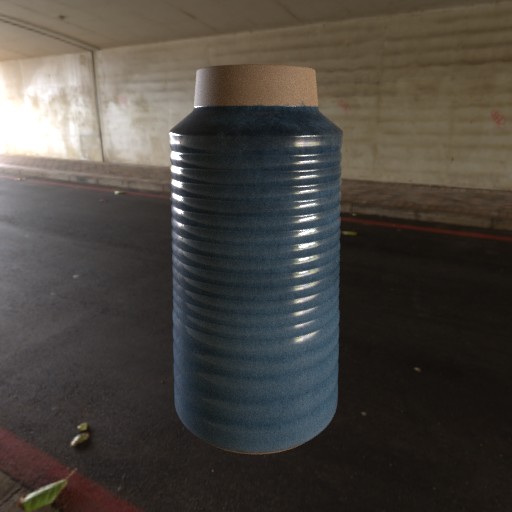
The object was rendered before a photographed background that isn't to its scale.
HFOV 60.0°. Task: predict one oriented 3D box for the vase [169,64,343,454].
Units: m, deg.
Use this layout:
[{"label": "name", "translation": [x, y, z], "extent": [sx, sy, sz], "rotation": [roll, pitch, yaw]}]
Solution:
[{"label": "vase", "translation": [0.000, 0.000, 0.408], "extent": [0.163, 0.316, 0.163], "rotation": [0, 18, 0]}]
